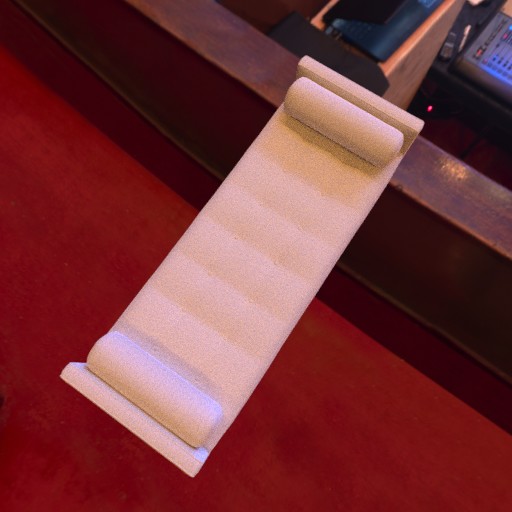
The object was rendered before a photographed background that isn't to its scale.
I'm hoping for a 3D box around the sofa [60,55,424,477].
[{"bbox_3d":[0.000,0.000,2.351,0.746,0.641,1.985,33,77,8],"label":"sofa"}]
